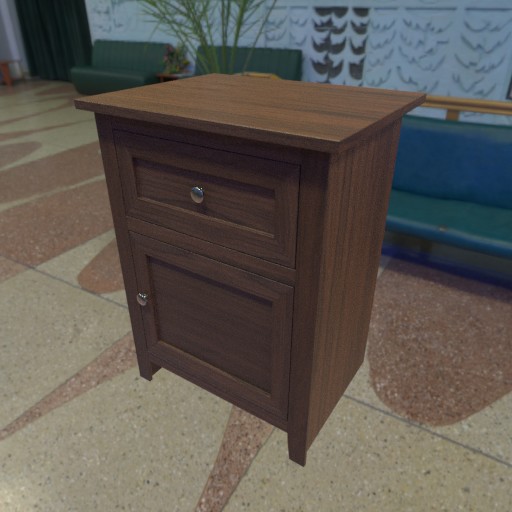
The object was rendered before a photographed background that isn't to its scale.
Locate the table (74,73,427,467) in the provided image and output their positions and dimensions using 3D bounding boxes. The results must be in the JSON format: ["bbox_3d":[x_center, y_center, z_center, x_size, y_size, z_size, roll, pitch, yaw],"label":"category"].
[{"bbox_3d":[0.000,0.000,0.923,0.480,0.636,0.381,18,34,28],"label":"table"}]
